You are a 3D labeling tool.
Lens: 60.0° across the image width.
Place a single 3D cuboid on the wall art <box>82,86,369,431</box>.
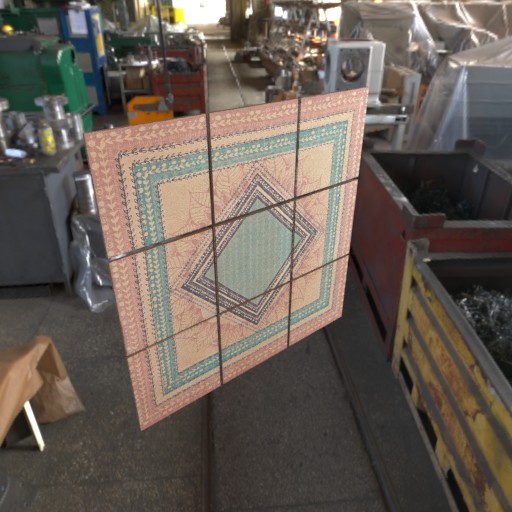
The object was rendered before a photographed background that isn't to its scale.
[{"bbox_3d":[0.000,0.000,2.320,1.527,1.525,0.014,-22,36,-33],"label":"wall art"}]
